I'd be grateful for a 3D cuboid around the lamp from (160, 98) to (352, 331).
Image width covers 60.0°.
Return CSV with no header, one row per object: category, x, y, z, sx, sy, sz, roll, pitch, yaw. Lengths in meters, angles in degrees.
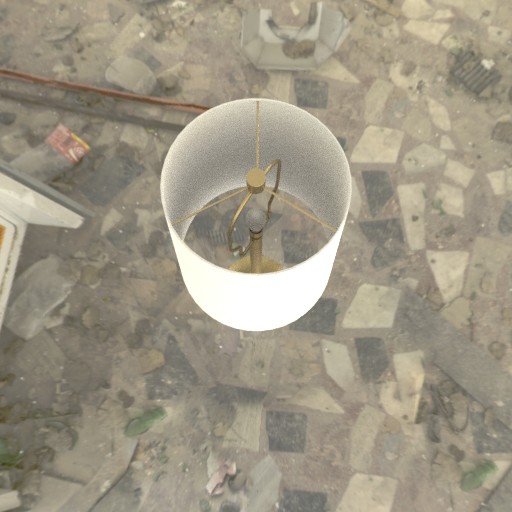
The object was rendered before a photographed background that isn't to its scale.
lamp,0.000,0.000,0.683,0.231,0.569,0.231,0,75,0
